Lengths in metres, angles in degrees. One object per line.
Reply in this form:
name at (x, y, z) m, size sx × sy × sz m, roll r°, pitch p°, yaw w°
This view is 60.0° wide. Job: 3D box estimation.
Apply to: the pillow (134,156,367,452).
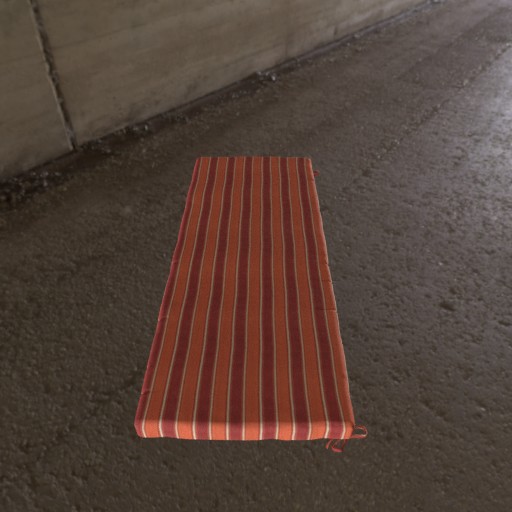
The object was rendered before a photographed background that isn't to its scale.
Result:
pillow at (0.000, 0.000, 1.349) m, size 0.492 × 0.081 × 1.187 m, roll 0°, pitch 40°, yaw 1°
